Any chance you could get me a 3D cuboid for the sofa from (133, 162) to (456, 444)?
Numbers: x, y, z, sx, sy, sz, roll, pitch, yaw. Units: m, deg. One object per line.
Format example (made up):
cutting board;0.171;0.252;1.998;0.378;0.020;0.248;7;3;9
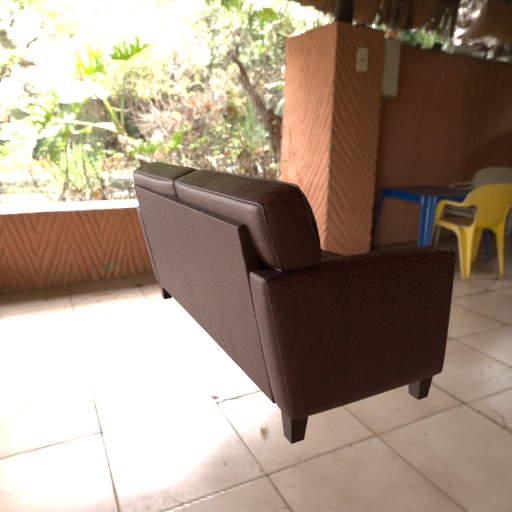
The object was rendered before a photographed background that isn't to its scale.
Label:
sofa;0.000;0.000;2.348;0.912;0.928;1.876;-7;16;-26
